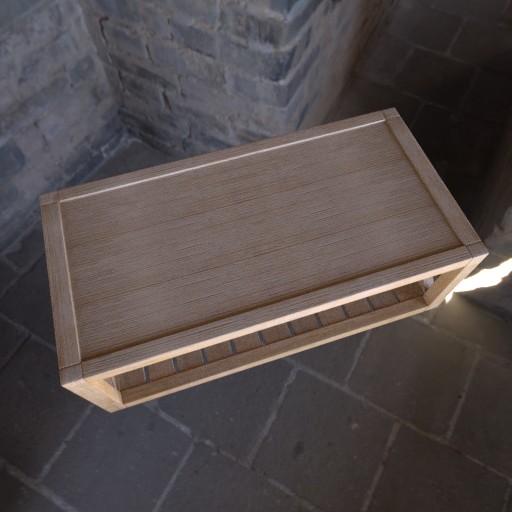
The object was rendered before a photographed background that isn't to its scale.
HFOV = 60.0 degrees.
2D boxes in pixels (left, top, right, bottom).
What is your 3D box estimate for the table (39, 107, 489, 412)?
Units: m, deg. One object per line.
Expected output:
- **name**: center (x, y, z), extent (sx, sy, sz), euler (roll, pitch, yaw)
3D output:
- **table**: center (0.000, 0.000, 1.627), extent (1.321, 0.457, 0.660), euler (-16, 63, -8)
